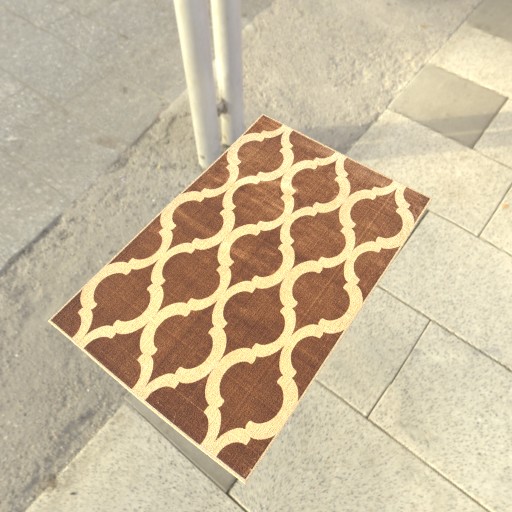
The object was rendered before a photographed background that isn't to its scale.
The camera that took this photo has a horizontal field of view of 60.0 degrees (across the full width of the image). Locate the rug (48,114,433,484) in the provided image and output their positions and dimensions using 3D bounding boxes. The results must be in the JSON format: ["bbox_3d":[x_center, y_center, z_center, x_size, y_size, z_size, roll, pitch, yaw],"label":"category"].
[{"bbox_3d":[0.000,0.000,2.968,1.526,0.014,2.290,32,64,18],"label":"rug"}]
